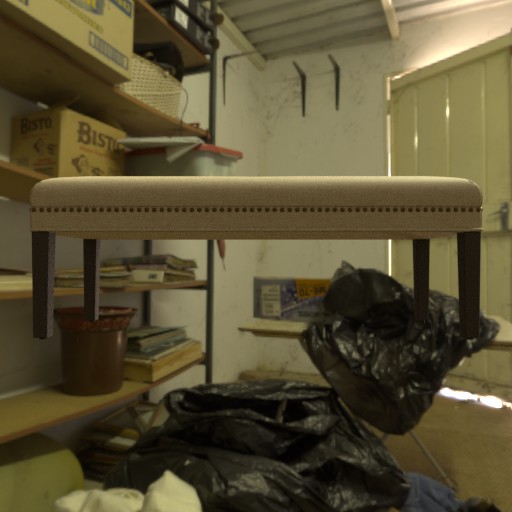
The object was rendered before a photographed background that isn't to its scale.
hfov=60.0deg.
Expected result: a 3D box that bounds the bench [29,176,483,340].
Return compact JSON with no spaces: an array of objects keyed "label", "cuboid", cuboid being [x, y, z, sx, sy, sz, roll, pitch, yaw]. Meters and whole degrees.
[{"label":"bench","cuboid":[0.000,0.000,1.385,1.219,0.457,0.410,0,-1,0]}]
